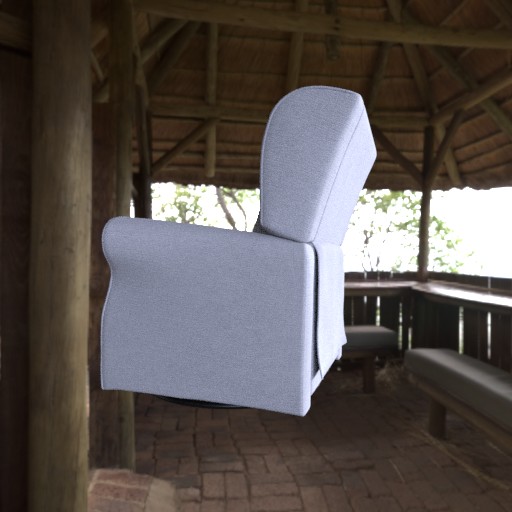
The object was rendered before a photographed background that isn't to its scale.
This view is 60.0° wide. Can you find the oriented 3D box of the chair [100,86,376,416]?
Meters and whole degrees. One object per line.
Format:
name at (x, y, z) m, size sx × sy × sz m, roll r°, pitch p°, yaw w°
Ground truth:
chair at (0.000, 0.000, 1.694) m, size 0.854 × 0.966 × 0.906 m, roll 0°, pitch 0°, yaw 18°
